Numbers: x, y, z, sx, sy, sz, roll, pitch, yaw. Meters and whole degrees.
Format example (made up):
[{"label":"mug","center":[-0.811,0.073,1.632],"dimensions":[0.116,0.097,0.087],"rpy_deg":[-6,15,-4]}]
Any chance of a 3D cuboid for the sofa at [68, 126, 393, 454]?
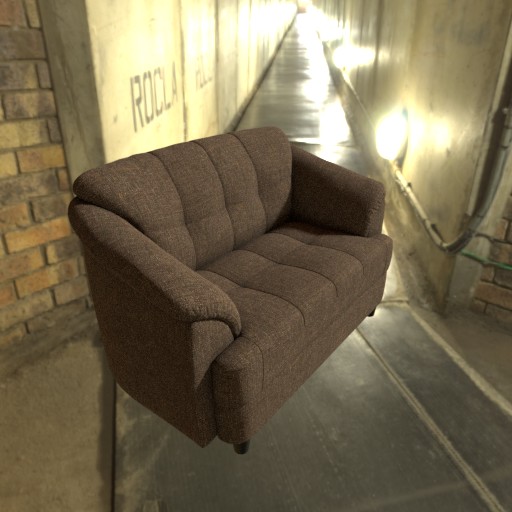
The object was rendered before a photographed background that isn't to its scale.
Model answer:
[{"label":"sofa","center":[0.000,0.000,1.913],"dimensions":[0.799,0.895,1.404],"rpy_deg":[19,32,33]}]
